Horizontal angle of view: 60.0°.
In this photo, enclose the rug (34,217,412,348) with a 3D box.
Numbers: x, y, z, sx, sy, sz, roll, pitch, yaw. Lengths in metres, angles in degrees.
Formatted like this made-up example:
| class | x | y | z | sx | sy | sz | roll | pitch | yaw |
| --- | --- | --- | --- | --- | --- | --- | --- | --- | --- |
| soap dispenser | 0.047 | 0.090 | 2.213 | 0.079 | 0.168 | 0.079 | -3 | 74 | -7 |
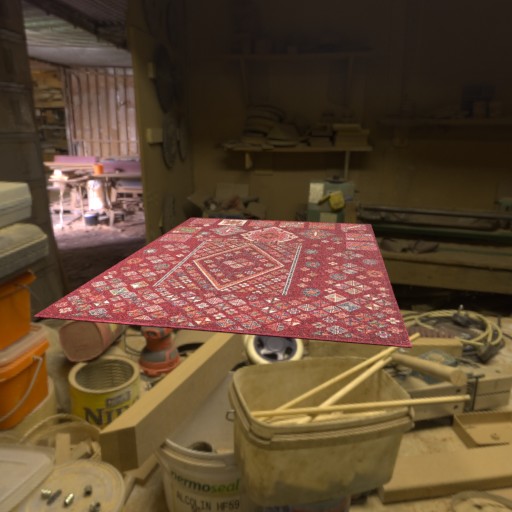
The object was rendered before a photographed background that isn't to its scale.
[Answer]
| class | x | y | z | sx | sy | sz | roll | pitch | yaw |
| --- | --- | --- | --- | --- | --- | --- | --- | --- | --- |
| rug | 0.000 | 0.000 | 2.824 | 1.579 | 0.007 | 2.184 | 3 | 17 | 10 |
